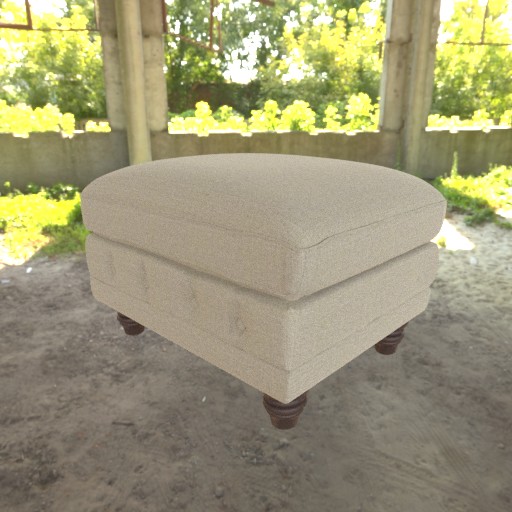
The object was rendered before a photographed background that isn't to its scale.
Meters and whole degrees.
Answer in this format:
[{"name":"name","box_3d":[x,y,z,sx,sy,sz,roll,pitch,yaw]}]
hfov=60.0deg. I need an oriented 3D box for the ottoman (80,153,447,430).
[{"name":"ottoman","box_3d":[0.000,0.000,1.053,0.684,0.463,0.541,16,23,42]}]
